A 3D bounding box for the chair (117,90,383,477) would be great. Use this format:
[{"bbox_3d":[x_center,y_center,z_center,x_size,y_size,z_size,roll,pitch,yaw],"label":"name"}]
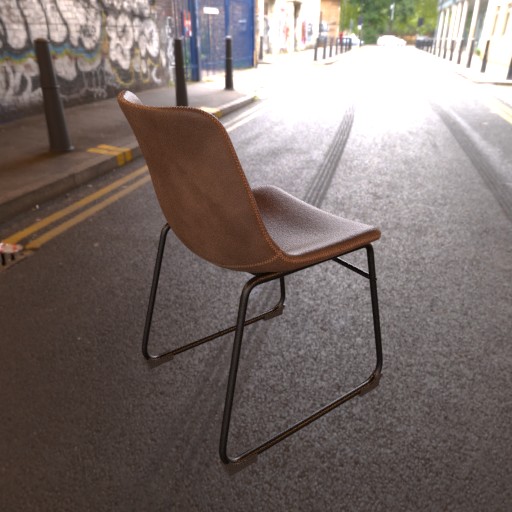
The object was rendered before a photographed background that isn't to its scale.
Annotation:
[{"bbox_3d":[0.000,0.000,1.102,0.551,0.780,0.460,-18,32,-31],"label":"chair"}]
